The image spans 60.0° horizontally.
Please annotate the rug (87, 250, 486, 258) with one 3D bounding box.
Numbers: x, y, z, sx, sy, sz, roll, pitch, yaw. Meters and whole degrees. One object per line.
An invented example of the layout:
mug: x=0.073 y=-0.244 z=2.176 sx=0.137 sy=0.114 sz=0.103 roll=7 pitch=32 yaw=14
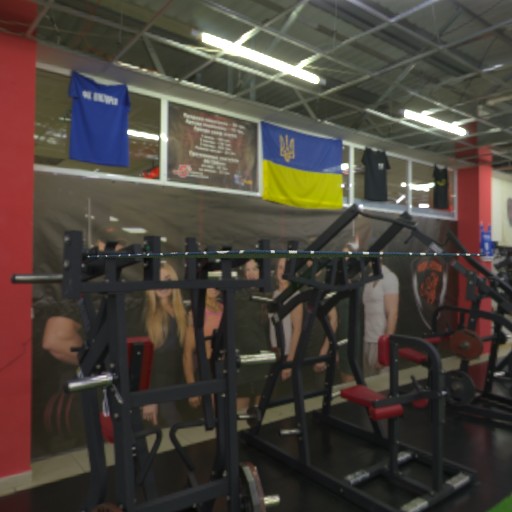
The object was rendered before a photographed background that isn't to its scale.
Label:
rug: x=0.000 y=0.000 z=2.803 sx=1.524 sy=0.010 sz=2.134 roll=0 pitch=-1 yaw=-35
